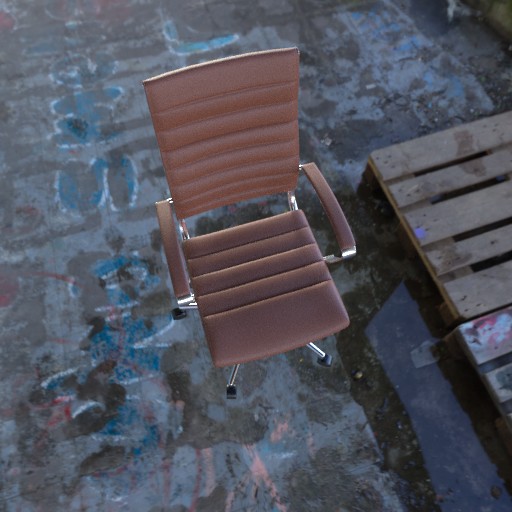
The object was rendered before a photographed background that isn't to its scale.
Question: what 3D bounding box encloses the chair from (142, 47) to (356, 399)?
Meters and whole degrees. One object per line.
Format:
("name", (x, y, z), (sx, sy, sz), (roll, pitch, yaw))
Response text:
("chair", (0.000, 0.000, 1.580), (0.766, 1.149, 0.739), (-16, 65, -7))
